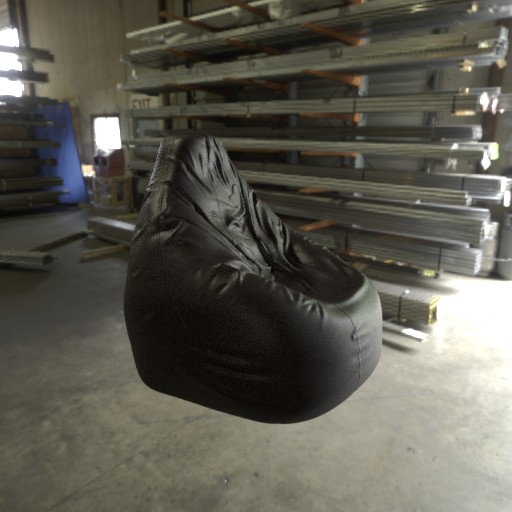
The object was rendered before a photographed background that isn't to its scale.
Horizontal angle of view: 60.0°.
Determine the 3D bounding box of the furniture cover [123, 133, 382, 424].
[{"bbox_3d":[0.000,0.000,1.857,1.070,0.990,1.070,8,17,27],"label":"furniture cover"}]
